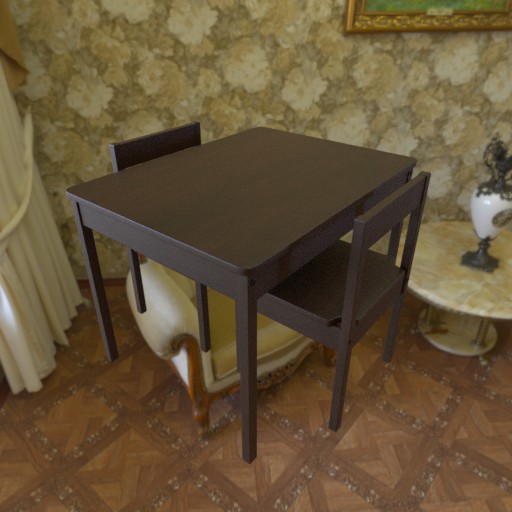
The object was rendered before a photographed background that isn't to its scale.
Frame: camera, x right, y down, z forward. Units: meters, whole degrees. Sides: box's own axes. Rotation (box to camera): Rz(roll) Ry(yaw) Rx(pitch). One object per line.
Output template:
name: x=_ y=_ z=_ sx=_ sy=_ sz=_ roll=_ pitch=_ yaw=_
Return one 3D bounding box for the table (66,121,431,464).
table: x=0.000 y=0.000 z=1.096 sx=0.672 sy=0.503 sz=0.650 roll=22 pitch=37 yaw=33
